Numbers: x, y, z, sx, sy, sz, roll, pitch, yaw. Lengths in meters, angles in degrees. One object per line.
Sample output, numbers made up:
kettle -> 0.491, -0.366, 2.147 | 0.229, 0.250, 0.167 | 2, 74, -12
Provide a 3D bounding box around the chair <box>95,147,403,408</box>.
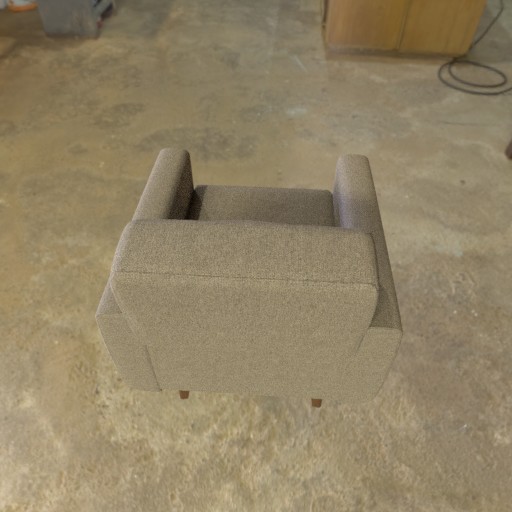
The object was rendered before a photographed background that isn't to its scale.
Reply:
chair -> 0.000, 0.000, 1.514 | 0.831, 0.839, 0.907 | 3, 46, 3
